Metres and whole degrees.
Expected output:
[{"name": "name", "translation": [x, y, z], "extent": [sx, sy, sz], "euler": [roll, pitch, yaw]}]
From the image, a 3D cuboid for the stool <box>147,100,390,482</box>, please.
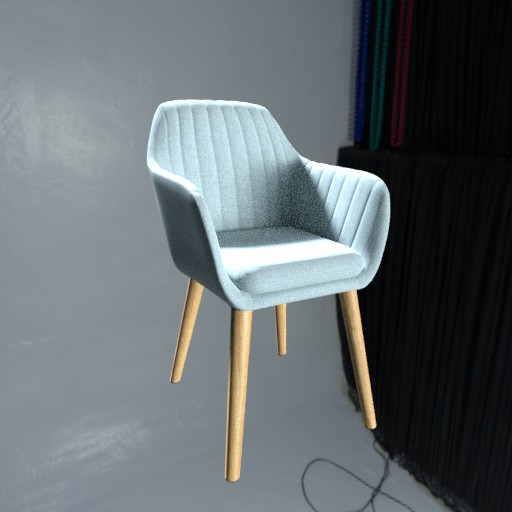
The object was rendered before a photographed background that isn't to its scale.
[{"name": "stool", "translation": [0.000, 0.000, 1.200], "extent": [0.503, 0.830, 0.590], "euler": [-8, 17, -26]}]
